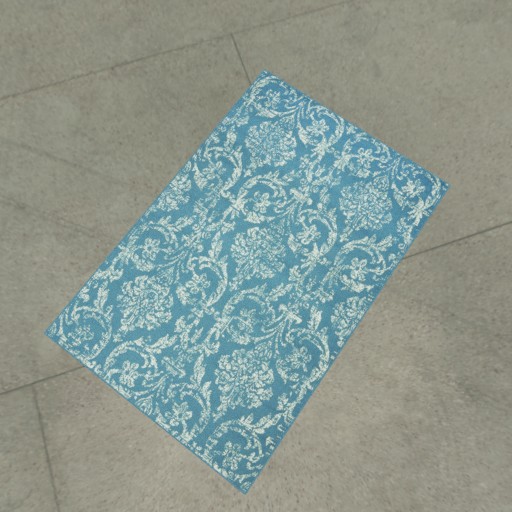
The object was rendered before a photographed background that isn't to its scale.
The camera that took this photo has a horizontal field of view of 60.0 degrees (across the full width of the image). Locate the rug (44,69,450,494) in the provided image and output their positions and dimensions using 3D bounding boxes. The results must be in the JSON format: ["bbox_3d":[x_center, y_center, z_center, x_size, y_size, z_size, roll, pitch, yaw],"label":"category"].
[{"bbox_3d":[0.000,0.000,3.361,1.816,0.018,2.746,35,78,8],"label":"rug"}]
